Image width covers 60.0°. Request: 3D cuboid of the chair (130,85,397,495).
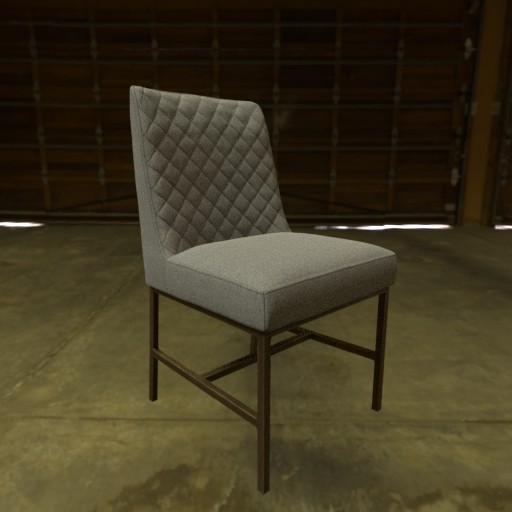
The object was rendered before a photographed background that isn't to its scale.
[{"bbox_3d":[0.000,0.000,1.207,0.508,0.889,0.587,-12,17,-43],"label":"chair"}]
